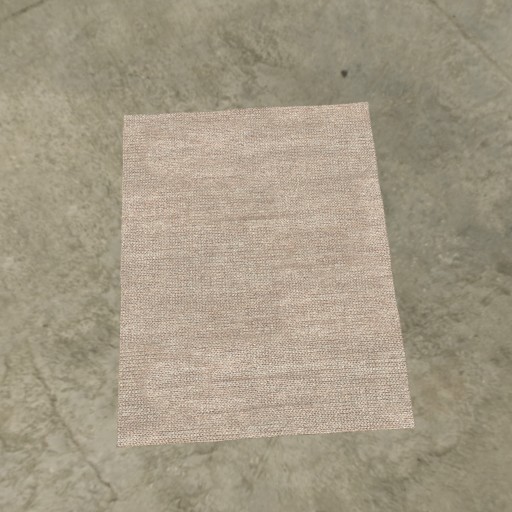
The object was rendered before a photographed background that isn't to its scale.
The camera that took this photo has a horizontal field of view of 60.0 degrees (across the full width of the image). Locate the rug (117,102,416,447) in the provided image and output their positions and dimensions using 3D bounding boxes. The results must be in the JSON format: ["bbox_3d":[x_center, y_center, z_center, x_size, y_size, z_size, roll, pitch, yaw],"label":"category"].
[{"bbox_3d":[0.000,0.000,3.977,2.429,0.030,3.052,-3,74,-1],"label":"rug"}]
